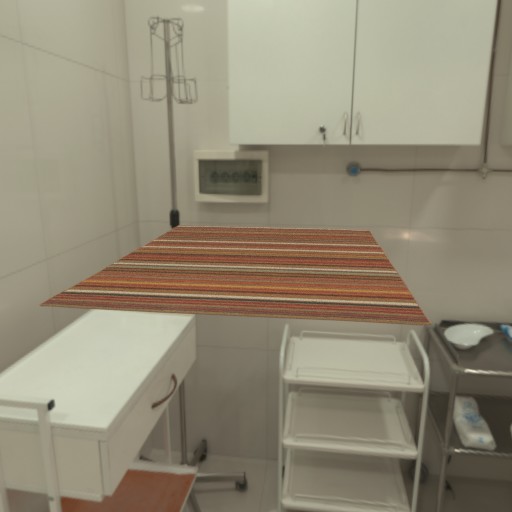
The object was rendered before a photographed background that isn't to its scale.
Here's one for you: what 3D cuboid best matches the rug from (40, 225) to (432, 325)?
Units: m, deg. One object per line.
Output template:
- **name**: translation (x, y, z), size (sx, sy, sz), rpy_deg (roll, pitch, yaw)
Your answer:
- **rug**: translation (0.000, 0.000, 4.214), size (2.479, 0.023, 3.092), rpy_deg (2, 14, 7)
